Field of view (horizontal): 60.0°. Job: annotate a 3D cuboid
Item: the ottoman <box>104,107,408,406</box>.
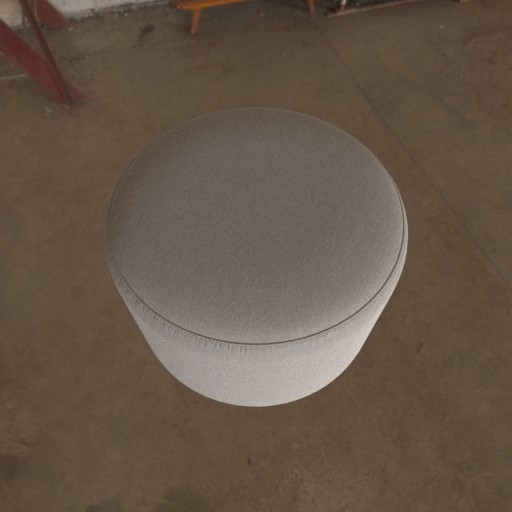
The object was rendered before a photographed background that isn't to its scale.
[{"bbox_3d":[0.000,0.000,1.030,0.608,0.433,0.608,0,58,0],"label":"ottoman"}]
